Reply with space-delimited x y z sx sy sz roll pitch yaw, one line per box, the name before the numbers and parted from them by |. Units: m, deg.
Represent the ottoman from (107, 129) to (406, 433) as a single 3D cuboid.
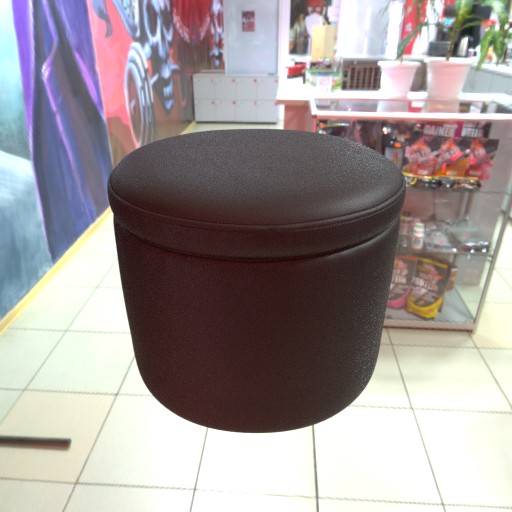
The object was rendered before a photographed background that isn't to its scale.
ottoman | 0.000 0.000 0.842 0.500 0.409 0.500 0 28 0
